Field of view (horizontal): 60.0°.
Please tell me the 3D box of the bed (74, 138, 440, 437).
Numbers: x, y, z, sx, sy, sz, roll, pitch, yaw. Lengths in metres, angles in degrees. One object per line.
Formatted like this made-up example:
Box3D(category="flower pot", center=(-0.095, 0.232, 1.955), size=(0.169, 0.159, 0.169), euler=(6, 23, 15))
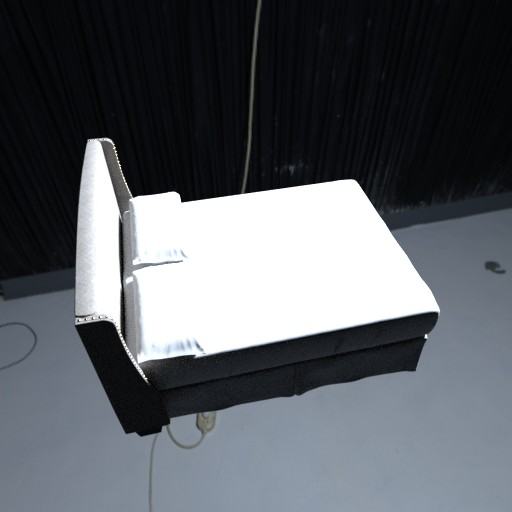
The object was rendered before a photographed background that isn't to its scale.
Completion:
Box3D(category="bed", center=(0.000, 0.000, 3.292), size=(2.237, 1.407, 1.710), euler=(-9, 46, -9))
